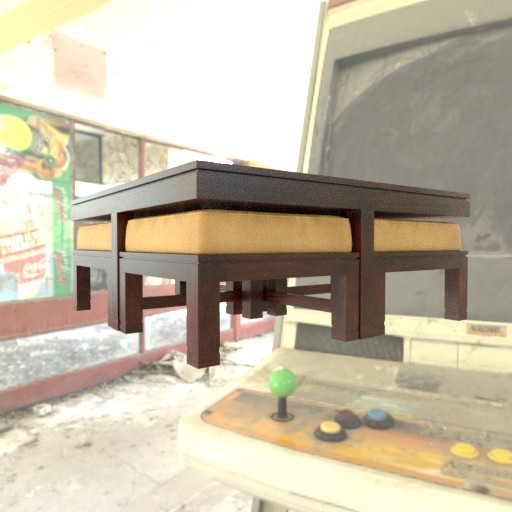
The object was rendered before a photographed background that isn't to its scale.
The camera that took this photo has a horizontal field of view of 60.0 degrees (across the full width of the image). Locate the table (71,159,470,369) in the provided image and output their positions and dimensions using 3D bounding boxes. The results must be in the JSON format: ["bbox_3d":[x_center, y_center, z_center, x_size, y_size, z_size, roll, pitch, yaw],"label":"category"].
[{"bbox_3d":[0.000,0.000,1.352,0.865,0.356,0.865,-1,2,-36],"label":"table"}]
